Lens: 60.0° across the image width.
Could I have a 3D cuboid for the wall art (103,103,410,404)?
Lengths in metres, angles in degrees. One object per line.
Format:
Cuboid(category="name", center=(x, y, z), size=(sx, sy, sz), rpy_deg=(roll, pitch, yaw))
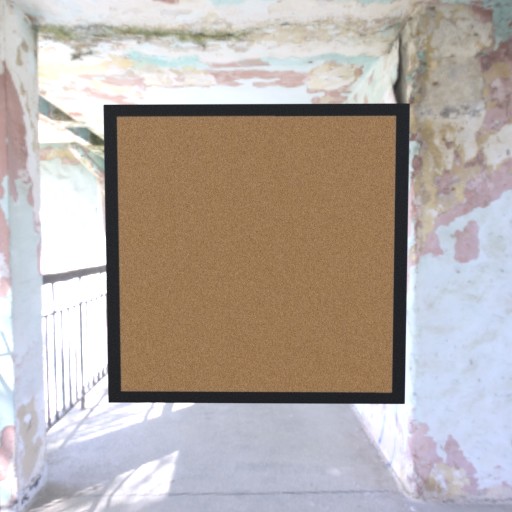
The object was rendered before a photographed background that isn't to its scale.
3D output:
Cuboid(category="wall art", center=(0.000, 0.000, 0.979), size=(0.663, 0.659, 0.016), rpy_deg=(0, 3, 1))
